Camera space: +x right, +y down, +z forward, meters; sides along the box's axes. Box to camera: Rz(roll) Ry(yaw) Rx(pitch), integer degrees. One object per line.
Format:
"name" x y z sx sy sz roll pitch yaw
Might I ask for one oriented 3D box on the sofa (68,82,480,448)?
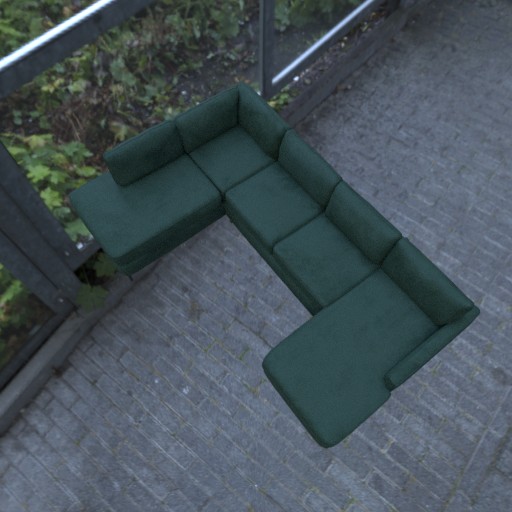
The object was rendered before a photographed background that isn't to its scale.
"sofa" 0.000 0.000 3.699 1.992 0.861 2.994 -34 68 -16
